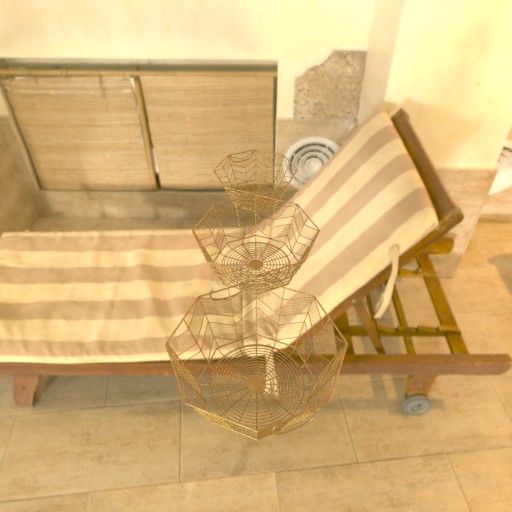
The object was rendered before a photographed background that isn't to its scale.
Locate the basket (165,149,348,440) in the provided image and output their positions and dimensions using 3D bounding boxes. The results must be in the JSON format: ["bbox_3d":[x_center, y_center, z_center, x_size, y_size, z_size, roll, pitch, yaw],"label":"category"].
[{"bbox_3d":[0.000,0.000,1.409,0.432,0.178,1.245,0,42,0],"label":"basket"}]
